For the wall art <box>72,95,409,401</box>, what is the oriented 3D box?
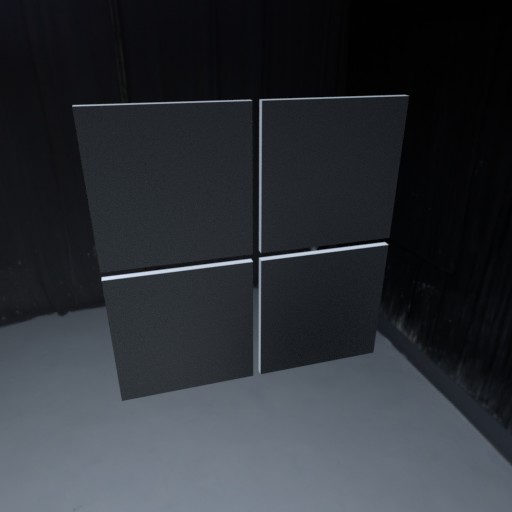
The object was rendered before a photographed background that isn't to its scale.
[{"bbox_3d":[0.000,0.000,1.677,1.118,1.118,0.029,-7,26,-14],"label":"wall art"}]
